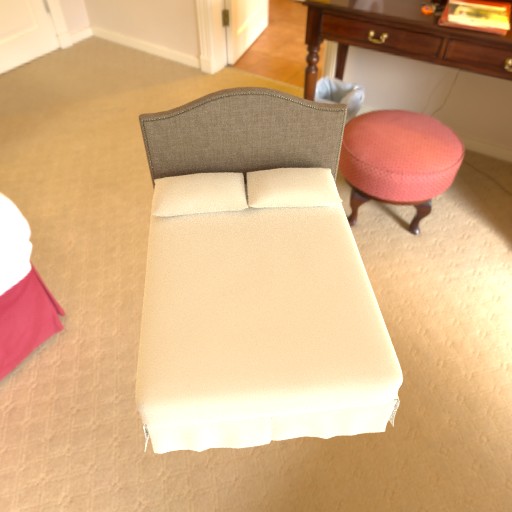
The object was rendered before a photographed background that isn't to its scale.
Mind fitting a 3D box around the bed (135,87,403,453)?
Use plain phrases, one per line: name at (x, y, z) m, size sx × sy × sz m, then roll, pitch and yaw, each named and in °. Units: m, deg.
bed at (0.000, 0.000, 3.188) m, size 1.713 × 1.518 × 2.153 m, roll -4°, pitch 47°, yaw -4°
